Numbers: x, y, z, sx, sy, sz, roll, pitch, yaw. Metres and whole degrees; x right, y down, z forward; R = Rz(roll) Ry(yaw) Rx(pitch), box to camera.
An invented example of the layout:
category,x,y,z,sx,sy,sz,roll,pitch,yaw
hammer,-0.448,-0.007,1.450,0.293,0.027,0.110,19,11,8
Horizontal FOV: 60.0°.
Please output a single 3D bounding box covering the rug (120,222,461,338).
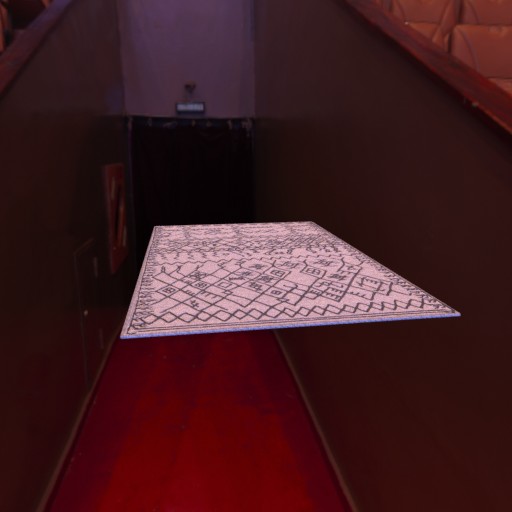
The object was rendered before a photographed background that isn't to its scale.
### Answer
category,x,y,z,sx,sy,sz,roll,pitch,yaw
rug,0.000,0.000,3.099,1.526,0.012,2.444,-2,15,-9
